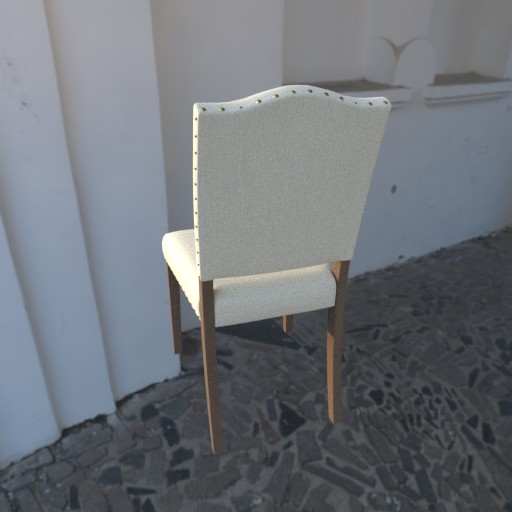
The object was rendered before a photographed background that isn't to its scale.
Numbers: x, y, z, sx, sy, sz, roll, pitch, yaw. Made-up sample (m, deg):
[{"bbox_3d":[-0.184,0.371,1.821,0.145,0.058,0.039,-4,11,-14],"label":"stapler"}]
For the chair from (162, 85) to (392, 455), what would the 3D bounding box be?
[{"bbox_3d":[0.000,0.000,1.362,0.508,1.015,0.619,-8,26,-16],"label":"chair"}]
